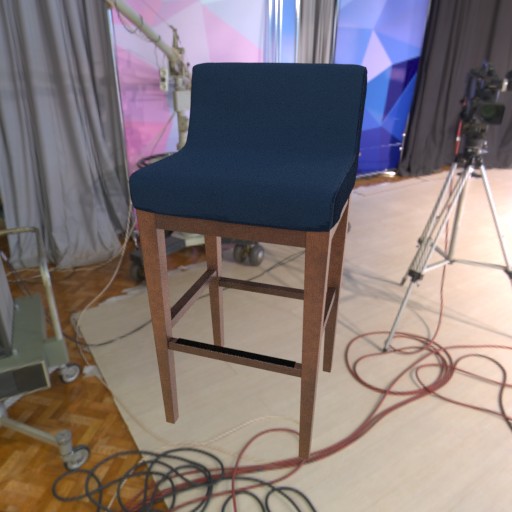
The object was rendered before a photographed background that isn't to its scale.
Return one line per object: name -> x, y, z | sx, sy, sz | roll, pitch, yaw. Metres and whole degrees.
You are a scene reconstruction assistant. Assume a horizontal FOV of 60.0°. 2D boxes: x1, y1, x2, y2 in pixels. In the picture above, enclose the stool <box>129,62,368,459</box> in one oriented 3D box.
stool -> 0.000, 0.000, 1.313 | 0.511, 1.037, 0.500 | 8, 27, 16
